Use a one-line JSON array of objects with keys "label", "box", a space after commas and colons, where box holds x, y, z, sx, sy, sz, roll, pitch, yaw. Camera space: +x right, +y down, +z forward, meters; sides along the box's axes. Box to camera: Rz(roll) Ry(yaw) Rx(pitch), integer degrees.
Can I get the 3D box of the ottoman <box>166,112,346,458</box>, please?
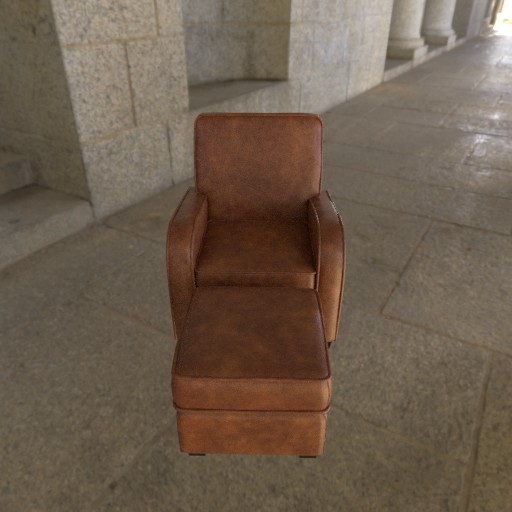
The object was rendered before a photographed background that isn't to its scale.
[{"label": "ottoman", "box": [0.000, 0.000, 1.856, 0.732, 0.904, 1.314, 1, 31, 1]}]
